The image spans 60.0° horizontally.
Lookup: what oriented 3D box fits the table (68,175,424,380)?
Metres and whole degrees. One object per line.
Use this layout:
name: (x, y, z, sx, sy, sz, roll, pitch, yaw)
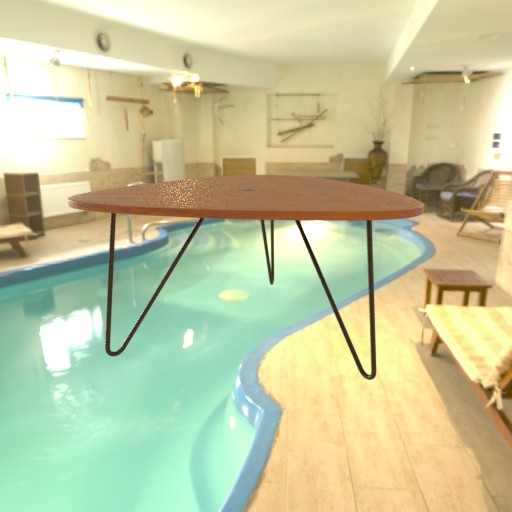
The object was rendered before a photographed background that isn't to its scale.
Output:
table: (0.000, 0.000, 1.325, 0.833, 0.413, 0.821, 3, 16, 10)
